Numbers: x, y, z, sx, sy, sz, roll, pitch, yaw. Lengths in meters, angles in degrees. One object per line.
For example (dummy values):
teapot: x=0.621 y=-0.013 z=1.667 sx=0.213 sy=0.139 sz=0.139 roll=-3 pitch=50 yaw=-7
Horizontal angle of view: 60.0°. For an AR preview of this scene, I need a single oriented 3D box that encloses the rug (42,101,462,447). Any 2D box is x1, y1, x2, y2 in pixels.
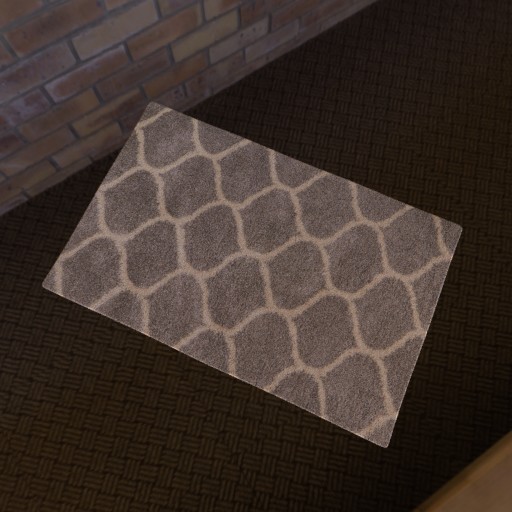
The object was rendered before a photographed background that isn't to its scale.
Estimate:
rug: x=0.000 y=0.000 z=2.899 sx=2.348 sy=0.025 sz=1.501 roll=23 pitch=76 yaw=6
